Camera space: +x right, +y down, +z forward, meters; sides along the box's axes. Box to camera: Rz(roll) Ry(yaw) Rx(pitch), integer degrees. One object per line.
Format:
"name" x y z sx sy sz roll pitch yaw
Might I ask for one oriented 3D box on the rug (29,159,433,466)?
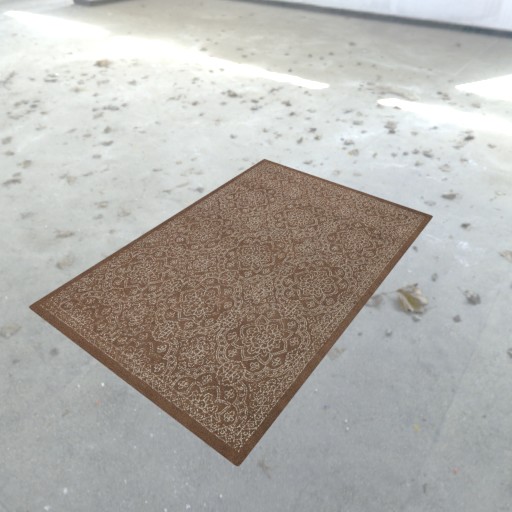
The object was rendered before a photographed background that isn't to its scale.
"rug" 0.000 0.000 2.298 1.219 0.010 1.829 25 45 28
